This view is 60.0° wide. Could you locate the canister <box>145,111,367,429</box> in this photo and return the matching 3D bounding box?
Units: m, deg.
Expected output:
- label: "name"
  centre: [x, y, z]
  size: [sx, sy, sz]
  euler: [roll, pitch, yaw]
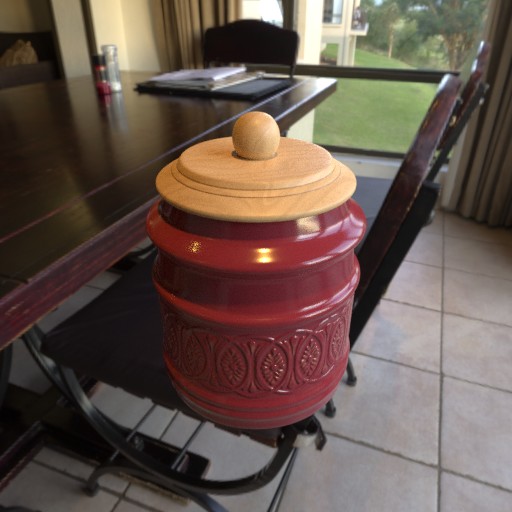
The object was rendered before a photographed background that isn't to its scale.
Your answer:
- label: "canister"
  centre: [0.000, 0.000, 0.280]
  size: [0.130, 0.176, 0.130]
  euler: [0, 30, 0]
